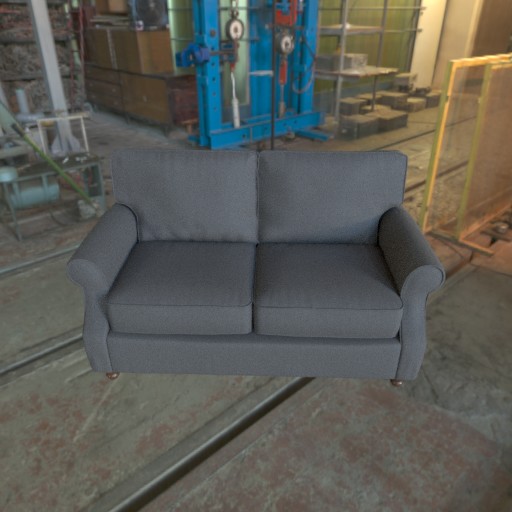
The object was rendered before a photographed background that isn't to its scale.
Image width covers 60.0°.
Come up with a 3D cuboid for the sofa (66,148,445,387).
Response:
[{"bbox_3d":[0.000,0.000,2.260,1.665,0.937,0.964,1,29,2],"label":"sofa"}]
